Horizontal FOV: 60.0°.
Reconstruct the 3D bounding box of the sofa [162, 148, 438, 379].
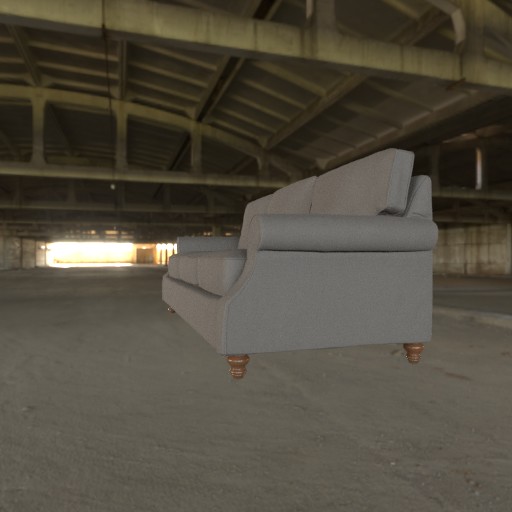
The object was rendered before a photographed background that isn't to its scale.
[{"bbox_3d":[0.000,0.000,2.813,0.966,0.948,2.353,0,0,-18],"label":"sofa"}]
